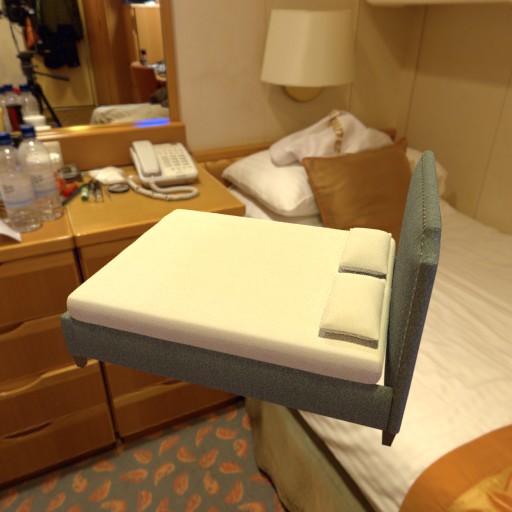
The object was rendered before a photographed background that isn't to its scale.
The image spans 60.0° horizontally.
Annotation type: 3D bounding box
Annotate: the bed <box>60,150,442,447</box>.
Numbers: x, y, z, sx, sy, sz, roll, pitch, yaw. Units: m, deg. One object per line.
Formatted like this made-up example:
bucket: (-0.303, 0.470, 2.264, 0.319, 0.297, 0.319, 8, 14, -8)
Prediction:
bed: (0.000, 0.000, 3.353, 2.372, 1.443, 1.712, 9, 30, 16)
